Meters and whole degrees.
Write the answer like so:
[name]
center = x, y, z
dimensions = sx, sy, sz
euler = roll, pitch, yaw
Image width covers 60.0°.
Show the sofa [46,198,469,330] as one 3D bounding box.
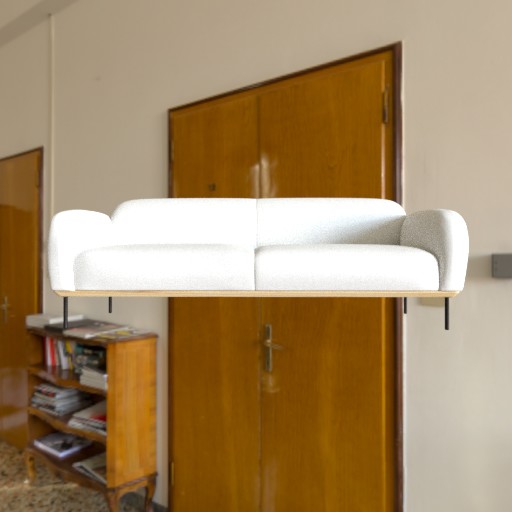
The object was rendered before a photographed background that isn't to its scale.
[sofa]
center = 0.000, 0.000, 2.692
dimensions = 2.257, 0.780, 0.880
euler = 0, 0, 1
